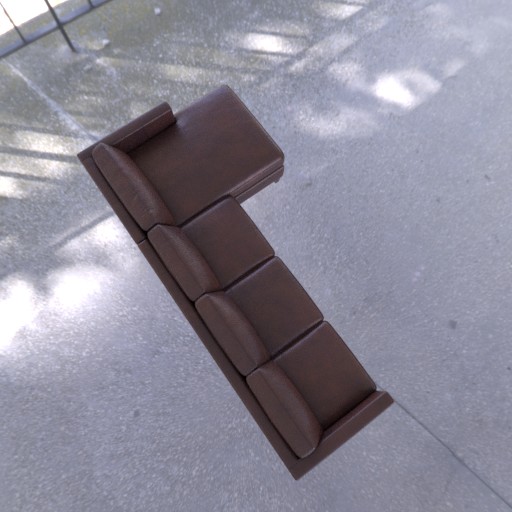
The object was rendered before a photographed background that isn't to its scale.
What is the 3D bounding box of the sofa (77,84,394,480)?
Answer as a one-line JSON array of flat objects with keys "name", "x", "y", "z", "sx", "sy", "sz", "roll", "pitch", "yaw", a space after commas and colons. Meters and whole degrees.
[{"name": "sofa", "x": 0.000, "y": 0.000, "z": 3.922, "sx": 1.581, "sy": 0.883, "sz": 3.203, "roll": -35, "pitch": 77, "yaw": -9}]
